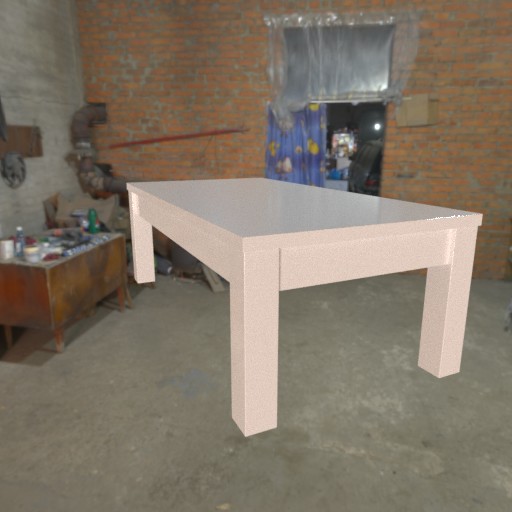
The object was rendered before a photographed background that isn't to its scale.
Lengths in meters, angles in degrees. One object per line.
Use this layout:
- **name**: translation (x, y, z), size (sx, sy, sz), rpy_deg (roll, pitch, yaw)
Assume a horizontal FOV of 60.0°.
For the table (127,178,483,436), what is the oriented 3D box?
- **table**: translation (0.000, 0.000, 1.687), size (0.700, 0.470, 1.350), rpy_deg (-7, 16, -25)
